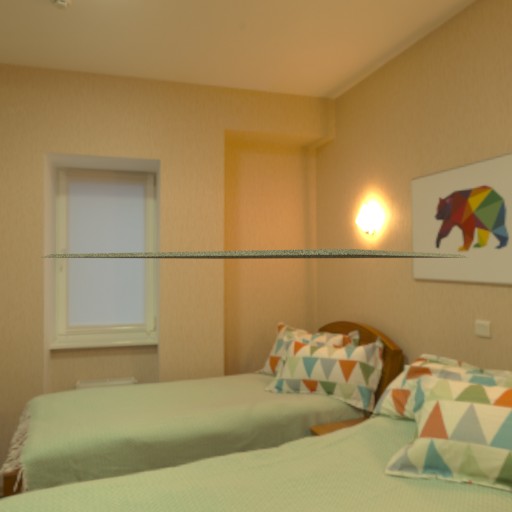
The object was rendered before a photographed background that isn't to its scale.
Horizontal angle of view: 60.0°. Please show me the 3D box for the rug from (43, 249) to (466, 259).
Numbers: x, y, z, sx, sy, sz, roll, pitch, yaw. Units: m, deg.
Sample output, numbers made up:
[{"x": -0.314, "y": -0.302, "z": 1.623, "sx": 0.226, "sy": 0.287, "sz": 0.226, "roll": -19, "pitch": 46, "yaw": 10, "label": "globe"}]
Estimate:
[{"x": 0.000, "y": 0.000, "z": 3.813, "sx": 2.933, "sy": 0.027, "sz": 2.332, "roll": -1, "pitch": -1, "yaw": 38, "label": "rug"}]
